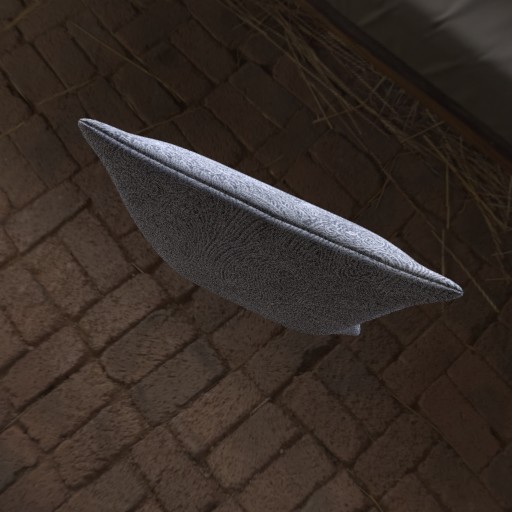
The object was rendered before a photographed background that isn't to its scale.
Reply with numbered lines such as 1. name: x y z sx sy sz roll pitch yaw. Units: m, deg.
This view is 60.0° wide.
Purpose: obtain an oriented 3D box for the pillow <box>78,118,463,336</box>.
1. pillow: 0.000 0.000 0.779 0.523 0.510 0.166 25 77 6
